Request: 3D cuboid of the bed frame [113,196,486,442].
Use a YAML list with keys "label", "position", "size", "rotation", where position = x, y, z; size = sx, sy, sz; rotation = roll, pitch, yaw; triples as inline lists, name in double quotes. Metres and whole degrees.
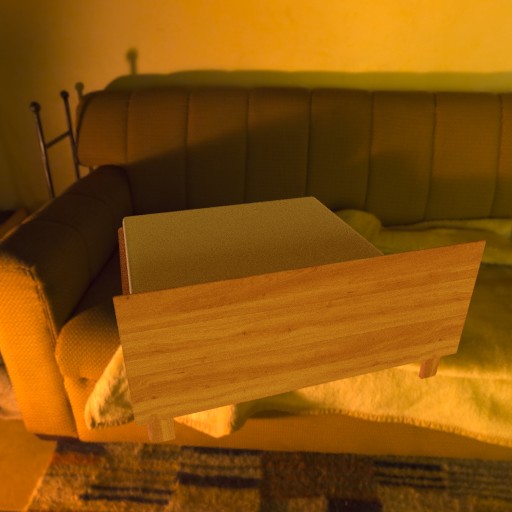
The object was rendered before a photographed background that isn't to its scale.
- label: "bed frame"
  position: [0.000, 0.000, 3.170]
  size: [1.872, 0.940, 2.092]
  rotation: [-8, 29, -15]
